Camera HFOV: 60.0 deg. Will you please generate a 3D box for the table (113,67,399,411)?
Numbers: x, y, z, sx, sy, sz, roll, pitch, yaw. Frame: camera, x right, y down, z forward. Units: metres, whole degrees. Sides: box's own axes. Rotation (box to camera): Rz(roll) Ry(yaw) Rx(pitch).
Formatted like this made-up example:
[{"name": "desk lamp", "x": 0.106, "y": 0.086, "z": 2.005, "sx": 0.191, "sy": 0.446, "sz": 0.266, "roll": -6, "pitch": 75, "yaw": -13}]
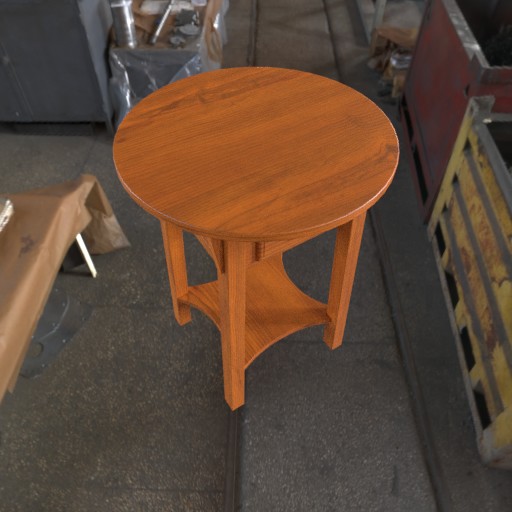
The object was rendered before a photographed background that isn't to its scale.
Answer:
[{"name": "table", "x": 0.000, "y": 0.000, "z": 0.951, "sx": 0.457, "sy": 0.610, "sz": 0.457, "roll": 0, "pitch": 49, "yaw": 0}]
